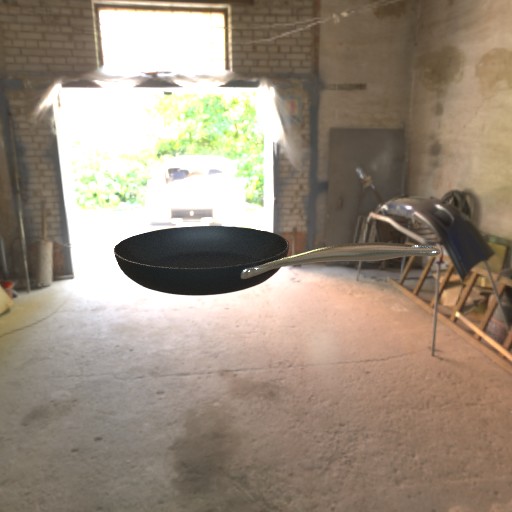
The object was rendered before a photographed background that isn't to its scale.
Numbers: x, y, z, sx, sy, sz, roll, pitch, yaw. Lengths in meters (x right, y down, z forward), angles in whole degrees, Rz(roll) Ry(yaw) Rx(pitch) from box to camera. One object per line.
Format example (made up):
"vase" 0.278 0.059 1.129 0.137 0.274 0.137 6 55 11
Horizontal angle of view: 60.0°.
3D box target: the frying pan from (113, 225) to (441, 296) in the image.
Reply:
"frying pan" 0.000 0.000 0.585 0.472 0.105 0.255 14 21 42
